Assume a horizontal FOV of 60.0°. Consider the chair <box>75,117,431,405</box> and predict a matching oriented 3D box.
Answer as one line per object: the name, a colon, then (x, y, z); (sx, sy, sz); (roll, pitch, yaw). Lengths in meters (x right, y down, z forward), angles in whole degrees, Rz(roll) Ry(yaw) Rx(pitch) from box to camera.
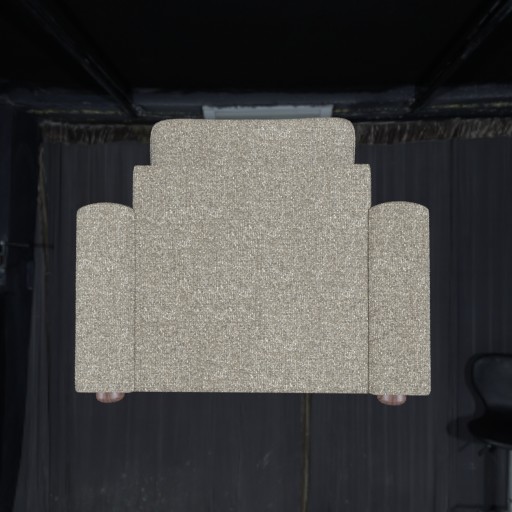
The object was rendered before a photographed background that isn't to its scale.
chair: (0.000, 0.000, 1.749); (1.005, 0.873, 1.016); (0, -1, 2)
